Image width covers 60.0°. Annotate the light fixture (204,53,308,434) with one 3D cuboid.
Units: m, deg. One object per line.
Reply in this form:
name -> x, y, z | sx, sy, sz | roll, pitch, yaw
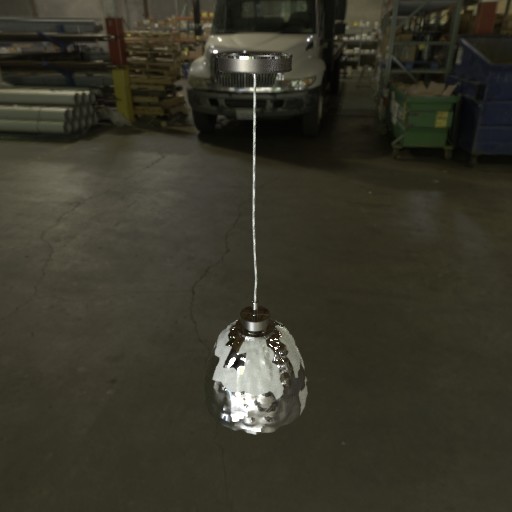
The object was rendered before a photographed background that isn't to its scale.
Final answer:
light fixture -> 0.000, 0.000, 1.826 | 0.500, 1.511, 0.496 | 0, 27, 0
